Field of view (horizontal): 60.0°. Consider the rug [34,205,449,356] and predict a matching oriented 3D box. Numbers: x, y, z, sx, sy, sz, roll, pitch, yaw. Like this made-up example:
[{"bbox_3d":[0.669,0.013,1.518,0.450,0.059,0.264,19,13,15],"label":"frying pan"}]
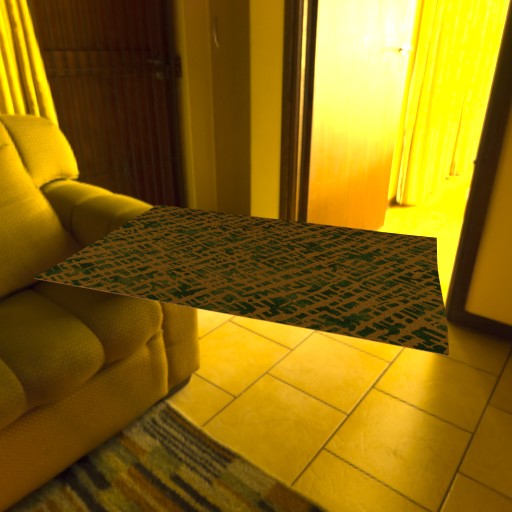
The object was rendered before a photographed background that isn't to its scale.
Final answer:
[{"bbox_3d":[0.000,0.000,3.099,2.447,0.011,1.520,8,26,17],"label":"rug"}]
